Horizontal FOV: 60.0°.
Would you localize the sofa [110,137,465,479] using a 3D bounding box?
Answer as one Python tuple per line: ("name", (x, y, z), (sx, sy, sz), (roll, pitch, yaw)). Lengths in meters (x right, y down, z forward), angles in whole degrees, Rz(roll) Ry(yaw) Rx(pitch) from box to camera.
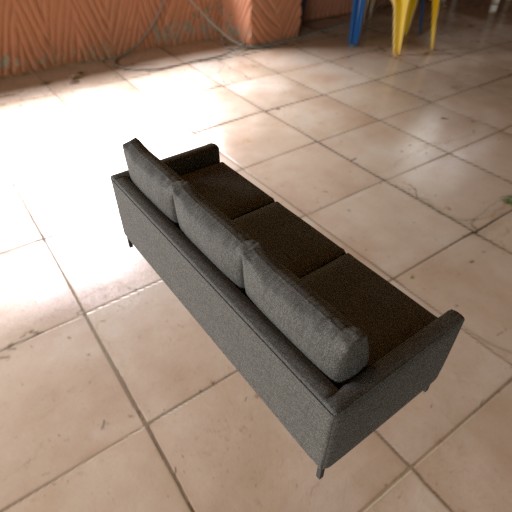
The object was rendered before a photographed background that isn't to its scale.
("sofa", (0.000, 0.000, 2.687), (0.876, 0.879, 2.253), (-26, 47, -27))
